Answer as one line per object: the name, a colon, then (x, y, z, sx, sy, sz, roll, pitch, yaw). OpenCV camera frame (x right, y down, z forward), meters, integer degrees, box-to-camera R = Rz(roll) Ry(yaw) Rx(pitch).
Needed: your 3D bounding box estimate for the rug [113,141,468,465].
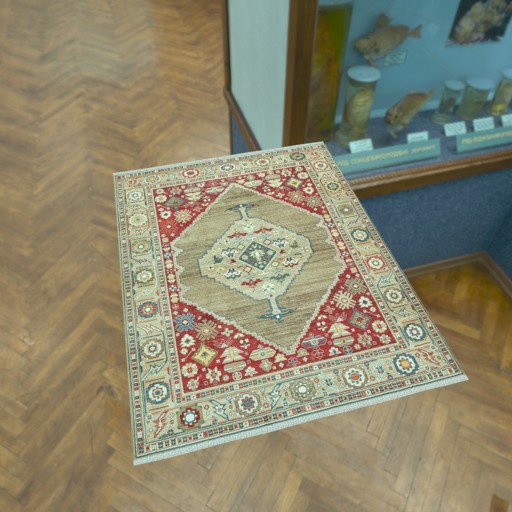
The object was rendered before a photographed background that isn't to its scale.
rug: (0.000, 0.000, 4.082, 2.451, 0.008, 3.143, -11, 50, -9)
